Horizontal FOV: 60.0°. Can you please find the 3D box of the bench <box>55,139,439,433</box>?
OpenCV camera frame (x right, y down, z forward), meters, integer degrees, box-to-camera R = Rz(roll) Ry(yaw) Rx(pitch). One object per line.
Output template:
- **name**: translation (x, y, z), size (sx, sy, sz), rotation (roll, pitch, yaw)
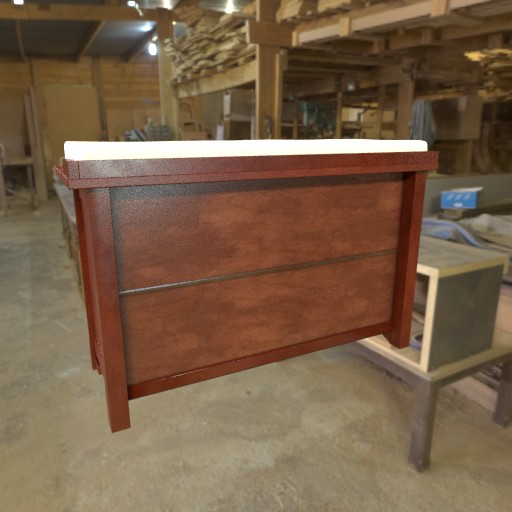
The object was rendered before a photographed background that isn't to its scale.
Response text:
- **bench**: translation (0.000, 0.000, 1.281), size (0.987, 0.646, 0.369), rotation (-8, 18, -26)
